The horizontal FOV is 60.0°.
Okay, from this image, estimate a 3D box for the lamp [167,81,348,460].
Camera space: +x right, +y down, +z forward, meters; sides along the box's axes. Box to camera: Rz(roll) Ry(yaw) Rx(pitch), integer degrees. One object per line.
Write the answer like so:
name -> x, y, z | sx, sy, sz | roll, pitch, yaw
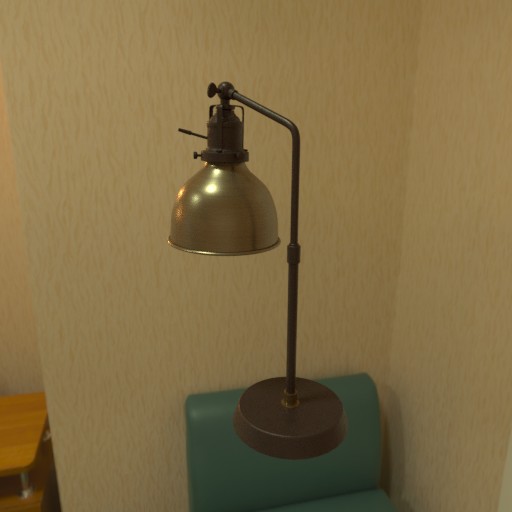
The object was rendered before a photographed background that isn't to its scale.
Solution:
lamp -> 0.000, 0.000, 0.625 | 0.175, 0.469, 0.298 | -14, 21, -43
